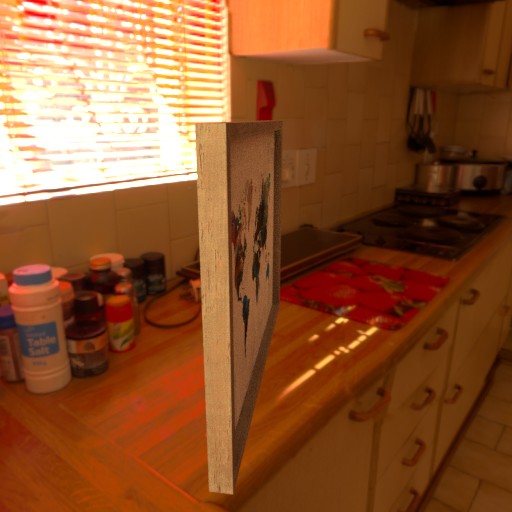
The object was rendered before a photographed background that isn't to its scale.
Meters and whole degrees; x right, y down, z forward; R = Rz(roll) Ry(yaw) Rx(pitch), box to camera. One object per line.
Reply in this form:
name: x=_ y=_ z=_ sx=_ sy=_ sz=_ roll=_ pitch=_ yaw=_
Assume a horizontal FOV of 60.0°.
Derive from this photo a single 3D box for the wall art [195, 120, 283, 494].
wall art: x=0.000 y=0.000 z=1.736 sx=0.070 sy=1.009 sz=1.320 roll=3 pitch=17 yaw=8
